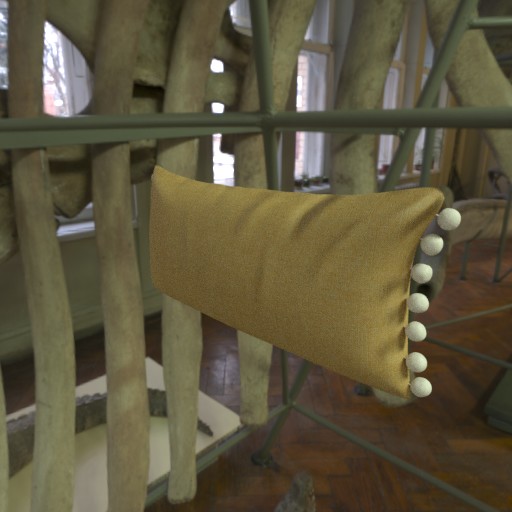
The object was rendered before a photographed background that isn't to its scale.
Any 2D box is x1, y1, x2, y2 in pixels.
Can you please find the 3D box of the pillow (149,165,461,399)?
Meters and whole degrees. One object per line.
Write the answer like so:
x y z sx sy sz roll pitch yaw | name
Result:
0.000 0.000 0.836 0.709 0.322 0.201 16 23 42 | pillow
